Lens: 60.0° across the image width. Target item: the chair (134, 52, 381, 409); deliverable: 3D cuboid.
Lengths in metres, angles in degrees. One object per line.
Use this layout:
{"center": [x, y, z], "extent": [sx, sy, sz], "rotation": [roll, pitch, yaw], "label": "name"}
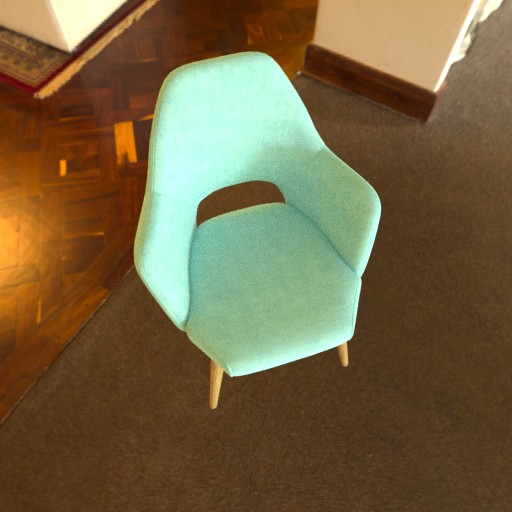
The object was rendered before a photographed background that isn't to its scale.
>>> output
{"center": [0.000, 0.000, 1.224], "extent": [0.590, 0.840, 0.610], "rotation": [-15, 63, -8], "label": "chair"}
